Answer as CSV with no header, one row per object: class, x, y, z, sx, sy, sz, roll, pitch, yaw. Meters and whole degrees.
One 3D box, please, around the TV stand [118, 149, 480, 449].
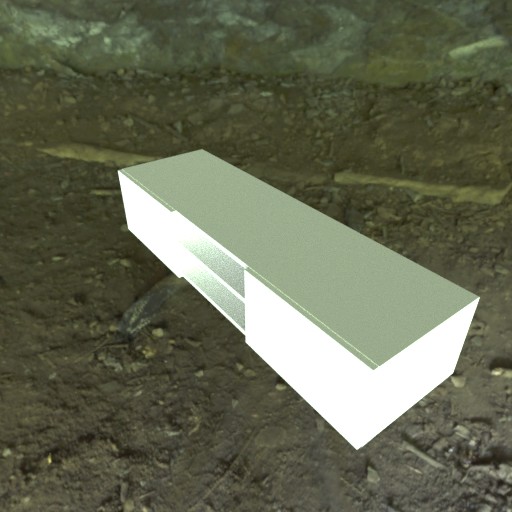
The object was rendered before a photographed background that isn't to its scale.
TV stand,0.000,0.000,1.613,0.420,0.310,1.400,-23,40,-30
